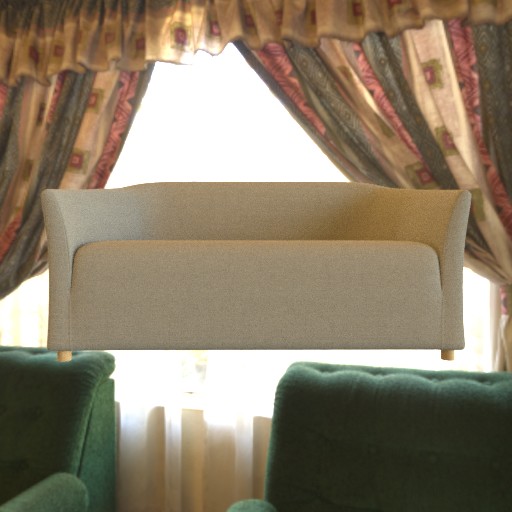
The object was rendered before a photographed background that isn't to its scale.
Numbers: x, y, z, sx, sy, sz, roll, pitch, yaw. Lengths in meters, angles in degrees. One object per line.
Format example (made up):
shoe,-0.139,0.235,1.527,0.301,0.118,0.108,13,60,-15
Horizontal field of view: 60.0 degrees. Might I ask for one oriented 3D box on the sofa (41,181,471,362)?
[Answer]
sofa,0.000,0.000,1.828,1.452,0.721,0.705,0,0,-1
